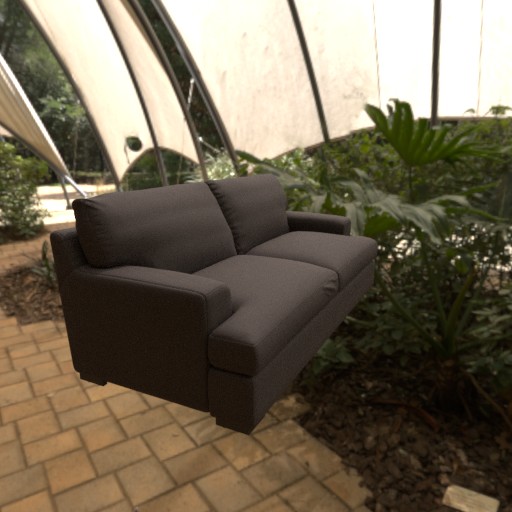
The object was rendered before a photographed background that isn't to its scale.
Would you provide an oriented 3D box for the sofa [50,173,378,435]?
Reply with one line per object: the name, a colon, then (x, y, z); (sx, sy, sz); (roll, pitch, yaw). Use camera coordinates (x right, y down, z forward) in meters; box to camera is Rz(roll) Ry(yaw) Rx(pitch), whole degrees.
sofa: (0.000, 0.000, 2.894); (1.140, 0.950, 2.271); (7, 16, 26)
